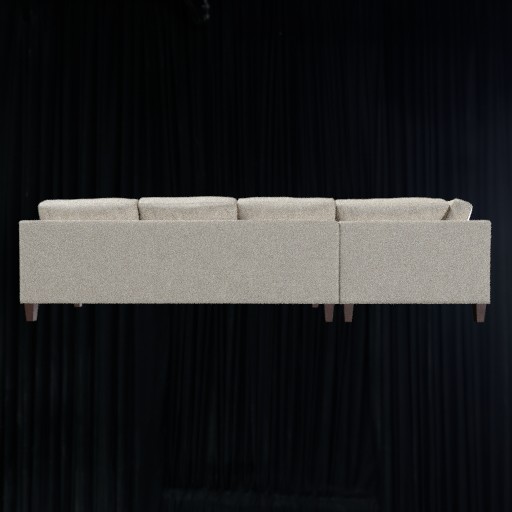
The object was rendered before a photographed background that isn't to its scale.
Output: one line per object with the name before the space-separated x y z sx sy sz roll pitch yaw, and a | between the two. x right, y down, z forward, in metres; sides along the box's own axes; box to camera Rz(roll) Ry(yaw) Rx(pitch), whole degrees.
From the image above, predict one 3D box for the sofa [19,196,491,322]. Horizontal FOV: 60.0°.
sofa | 0.000 0.000 4.169 3.182 0.863 2.432 0 1 1
